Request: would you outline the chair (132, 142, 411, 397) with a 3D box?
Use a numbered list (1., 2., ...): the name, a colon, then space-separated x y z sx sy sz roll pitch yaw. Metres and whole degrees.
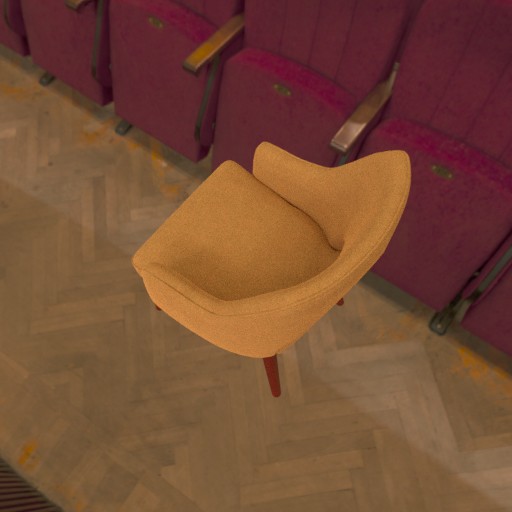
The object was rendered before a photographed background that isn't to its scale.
1. chair: 0.000 0.000 1.256 0.605 0.849 0.548 33 68 16
